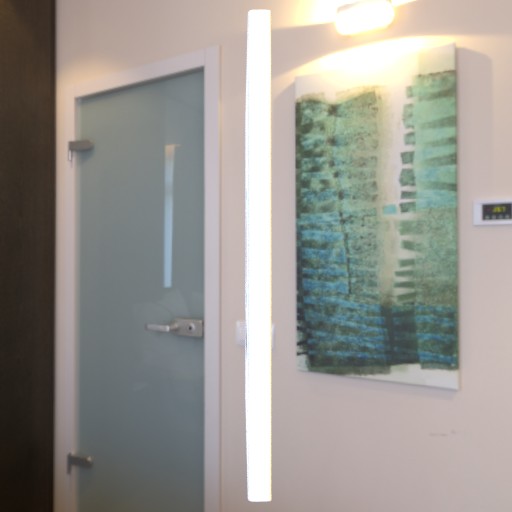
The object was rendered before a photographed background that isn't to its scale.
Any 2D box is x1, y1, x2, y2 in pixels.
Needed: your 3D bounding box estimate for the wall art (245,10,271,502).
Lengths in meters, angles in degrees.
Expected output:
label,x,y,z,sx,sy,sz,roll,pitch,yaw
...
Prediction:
label,x,y,z,sx,sy,sz,roll,pitch,yaw
wall art,0.000,0.000,1.111,0.048,0.902,0.602,0,0,-2
